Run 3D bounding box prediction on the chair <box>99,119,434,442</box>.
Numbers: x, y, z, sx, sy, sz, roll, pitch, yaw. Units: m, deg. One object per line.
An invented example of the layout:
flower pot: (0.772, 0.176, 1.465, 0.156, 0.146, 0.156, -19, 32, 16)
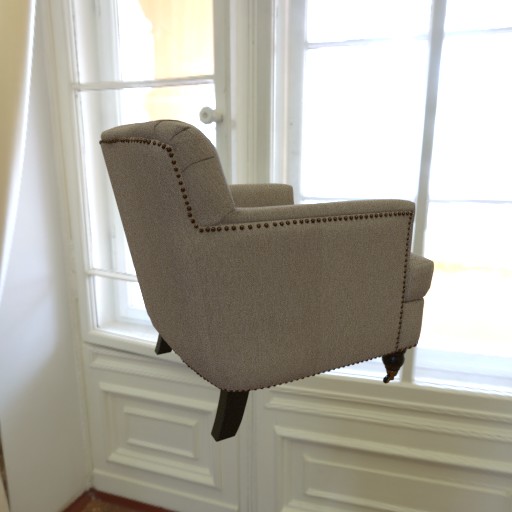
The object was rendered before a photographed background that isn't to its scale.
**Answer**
chair: (0.000, 0.000, 1.474, 0.902, 0.823, 0.737, -7, 15, -27)
